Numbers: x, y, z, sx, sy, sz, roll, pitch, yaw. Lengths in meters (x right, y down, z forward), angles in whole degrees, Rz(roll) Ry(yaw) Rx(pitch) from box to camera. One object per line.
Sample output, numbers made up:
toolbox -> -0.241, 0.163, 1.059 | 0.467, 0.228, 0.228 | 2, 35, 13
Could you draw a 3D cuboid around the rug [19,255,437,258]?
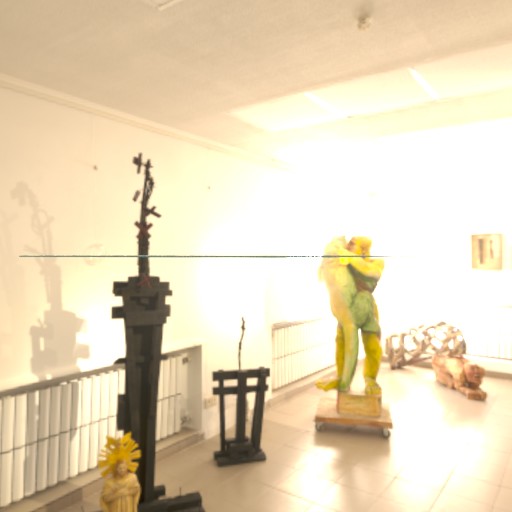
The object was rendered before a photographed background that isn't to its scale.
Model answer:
rug -> 0.000, 0.000, 3.935 | 2.363, 0.012, 2.980 | 0, 0, 36
